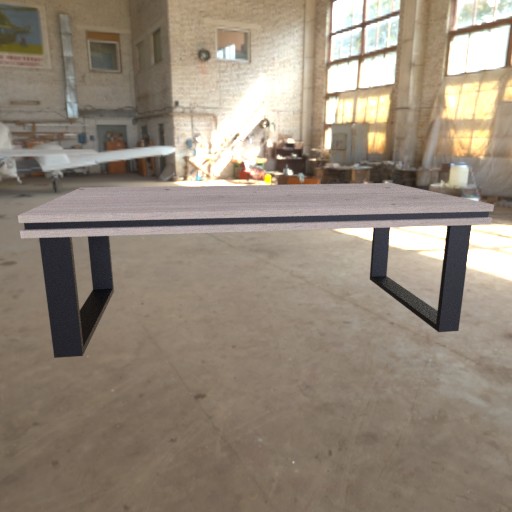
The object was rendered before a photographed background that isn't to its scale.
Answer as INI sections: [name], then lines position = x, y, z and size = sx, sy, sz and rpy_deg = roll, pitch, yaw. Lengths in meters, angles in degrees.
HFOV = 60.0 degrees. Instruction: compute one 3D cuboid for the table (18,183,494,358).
[table]
position = 0.000, 0.000, 1.635
size = 1.350, 0.450, 0.700
rpy_deg = -2, 15, -8
